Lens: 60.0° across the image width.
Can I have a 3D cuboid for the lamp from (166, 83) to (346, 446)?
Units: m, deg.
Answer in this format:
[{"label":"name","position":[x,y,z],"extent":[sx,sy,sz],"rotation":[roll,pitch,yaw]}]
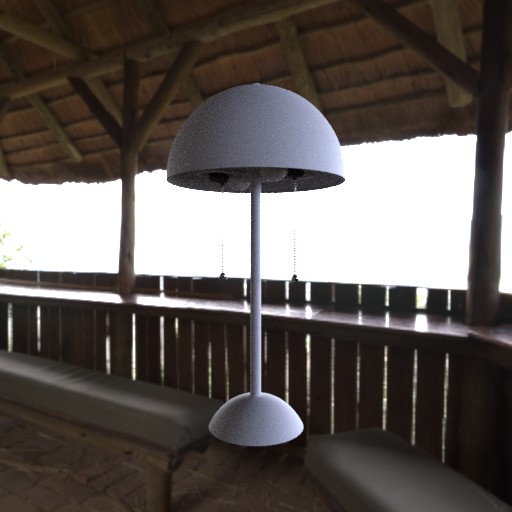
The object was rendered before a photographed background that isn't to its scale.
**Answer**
[{"label":"lamp","position":[0.000,0.000,0.430],"extent":[0.171,0.330,0.171],"rotation":[0,1,0]}]
